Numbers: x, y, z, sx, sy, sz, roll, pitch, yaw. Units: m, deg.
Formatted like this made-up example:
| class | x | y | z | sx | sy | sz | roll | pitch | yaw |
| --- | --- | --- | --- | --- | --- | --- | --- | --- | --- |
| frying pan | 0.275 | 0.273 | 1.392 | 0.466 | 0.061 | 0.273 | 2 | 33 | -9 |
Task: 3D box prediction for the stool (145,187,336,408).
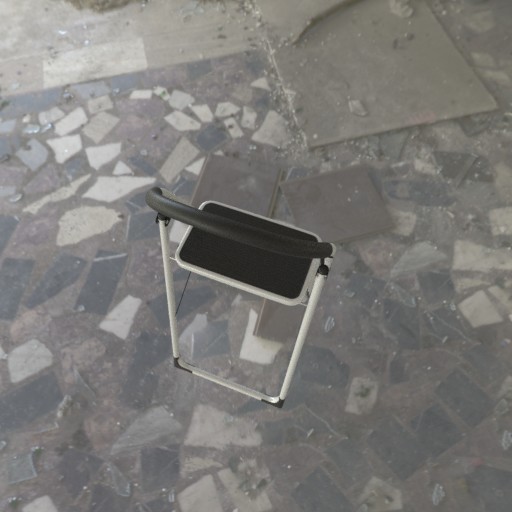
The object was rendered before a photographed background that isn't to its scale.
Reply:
| class | x | y | z | sx | sy | sz | roll | pitch | yaw |
| --- | --- | --- | --- | --- | --- | --- | --- | --- | --- |
| stool | 0.000 | 0.000 | 1.453 | 0.485 | 1.109 | 0.676 | 19 | 64 | 9 |
